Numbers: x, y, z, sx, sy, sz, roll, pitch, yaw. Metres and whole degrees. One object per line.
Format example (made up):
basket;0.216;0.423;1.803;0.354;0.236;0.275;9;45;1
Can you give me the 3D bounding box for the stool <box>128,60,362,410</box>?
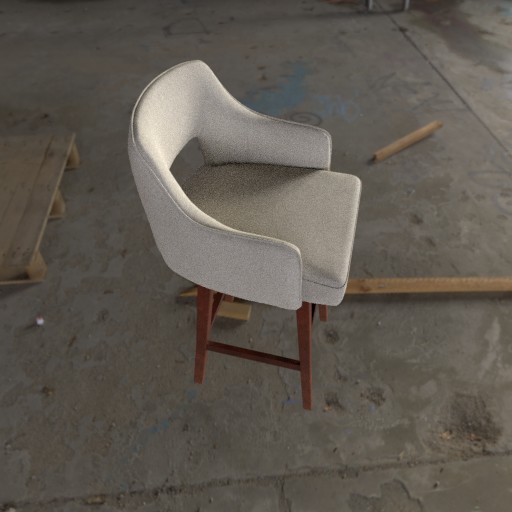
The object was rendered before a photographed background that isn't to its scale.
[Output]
stool;0.000;0.000;1.386;0.560;1.041;0.550;10;47;10
